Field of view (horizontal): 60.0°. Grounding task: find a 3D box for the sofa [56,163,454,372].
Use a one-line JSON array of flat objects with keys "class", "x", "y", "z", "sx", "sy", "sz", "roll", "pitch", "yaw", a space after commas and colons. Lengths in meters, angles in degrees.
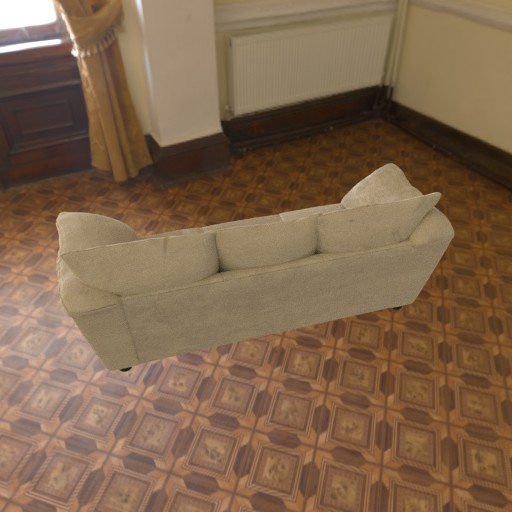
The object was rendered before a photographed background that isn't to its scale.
[{"class": "sofa", "x": 0.000, "y": 0.000, "z": 2.914, "sx": 2.377, "sy": 0.981, "sz": 0.893, "roll": -11, "pitch": 42, "yaw": -12}]
